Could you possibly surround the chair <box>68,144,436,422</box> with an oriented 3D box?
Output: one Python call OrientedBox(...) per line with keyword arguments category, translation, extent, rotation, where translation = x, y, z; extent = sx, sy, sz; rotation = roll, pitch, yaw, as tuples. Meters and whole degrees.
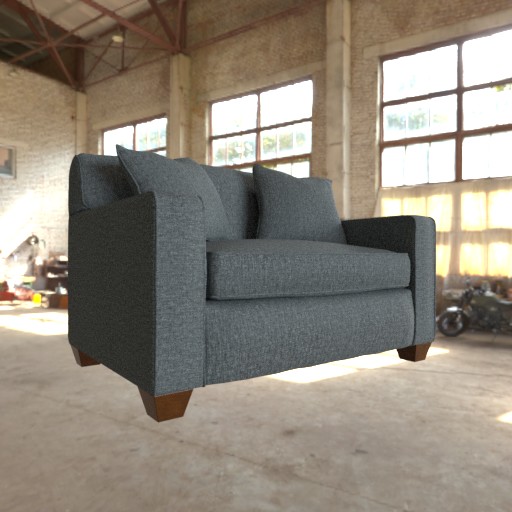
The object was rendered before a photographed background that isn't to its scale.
OrientedBox(category="chair", translation=(0.000, 0.000, 1.986), extent=(1.383, 0.948, 1.000), rotation=(0, 0, -36))
